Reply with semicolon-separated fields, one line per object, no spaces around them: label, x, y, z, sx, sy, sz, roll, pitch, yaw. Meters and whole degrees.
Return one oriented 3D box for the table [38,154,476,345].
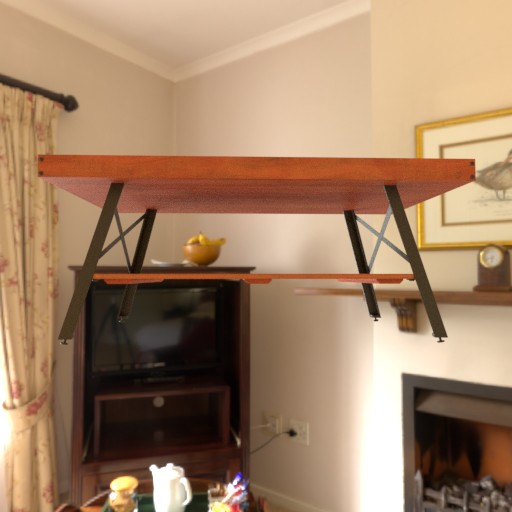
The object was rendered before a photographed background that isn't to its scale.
table;0.000;0.000;1.373;1.067;0.457;0.610;0;-3;-2
